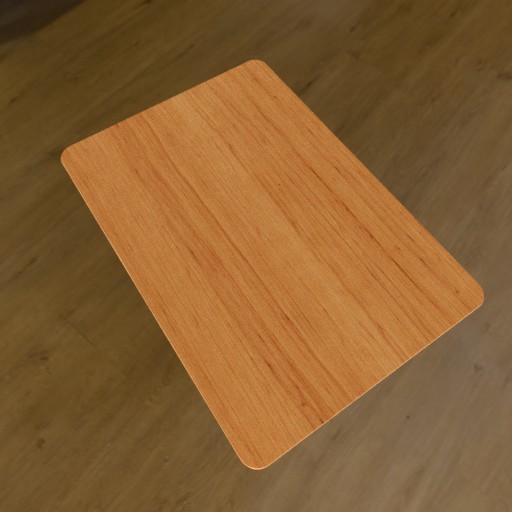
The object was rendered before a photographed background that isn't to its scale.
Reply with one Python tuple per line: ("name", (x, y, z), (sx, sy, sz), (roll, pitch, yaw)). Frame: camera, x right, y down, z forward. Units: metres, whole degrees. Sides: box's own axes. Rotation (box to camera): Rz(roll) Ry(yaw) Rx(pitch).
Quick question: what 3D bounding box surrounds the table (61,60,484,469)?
("table", (0.000, 0.000, 1.361), (0.696, 0.445, 0.997), (-31, 68, -14))
